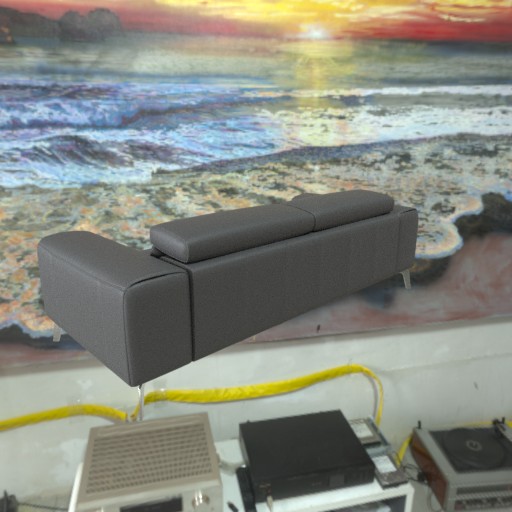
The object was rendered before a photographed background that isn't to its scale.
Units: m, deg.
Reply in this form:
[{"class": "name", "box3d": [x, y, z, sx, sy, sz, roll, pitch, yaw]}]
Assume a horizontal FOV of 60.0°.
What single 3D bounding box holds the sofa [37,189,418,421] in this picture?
[{"class": "sofa", "box3d": [0.000, 0.000, 2.831, 2.321, 0.759, 1.023, -15, 23, -41]}]
